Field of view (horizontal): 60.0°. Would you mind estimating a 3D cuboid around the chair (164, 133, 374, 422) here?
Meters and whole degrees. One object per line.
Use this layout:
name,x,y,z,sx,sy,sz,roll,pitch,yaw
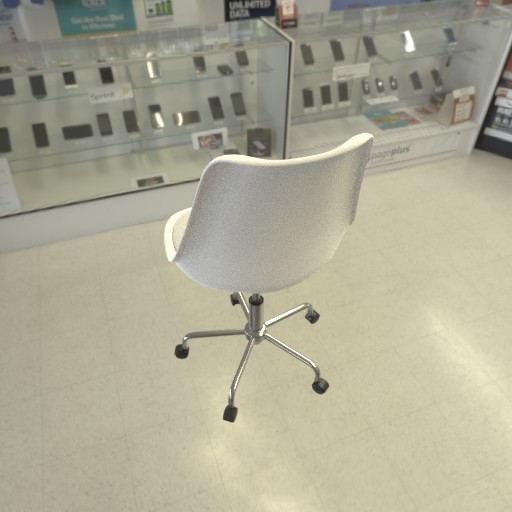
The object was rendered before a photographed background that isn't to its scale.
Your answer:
chair,0.000,0.000,1.248,0.550,0.930,0.550,-12,43,-13
